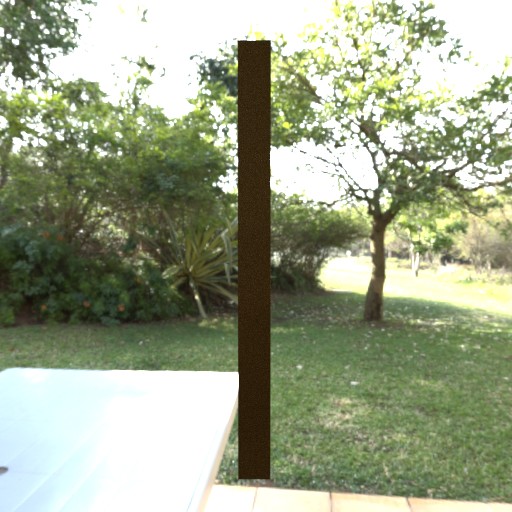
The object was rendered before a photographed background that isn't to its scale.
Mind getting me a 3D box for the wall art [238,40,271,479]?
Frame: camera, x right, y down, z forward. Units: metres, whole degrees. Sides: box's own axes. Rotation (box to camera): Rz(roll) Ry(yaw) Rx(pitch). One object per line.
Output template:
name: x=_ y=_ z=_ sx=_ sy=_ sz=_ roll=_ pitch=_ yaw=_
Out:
wall art: x=0.000 y=0.000 z=0.766 sx=0.038 sy=0.508 sz=0.507 roll=0 pitch=2 yaw=0
